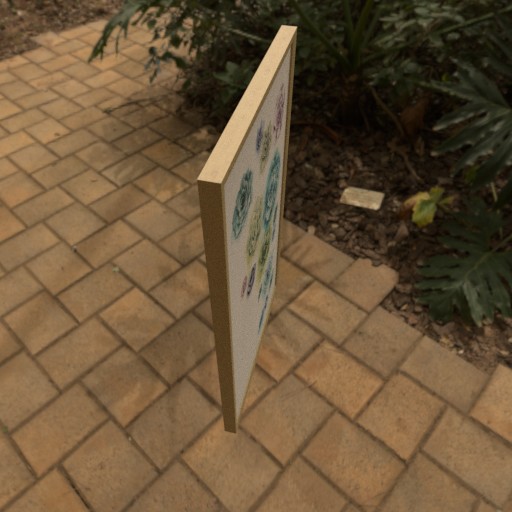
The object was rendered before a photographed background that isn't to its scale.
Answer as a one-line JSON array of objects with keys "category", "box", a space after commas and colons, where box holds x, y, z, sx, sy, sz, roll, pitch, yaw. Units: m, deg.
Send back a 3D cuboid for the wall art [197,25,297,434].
[{"category": "wall art", "box": [0.000, 0.000, 1.009, 0.039, 0.810, 0.510, 11, 48, 9]}]
